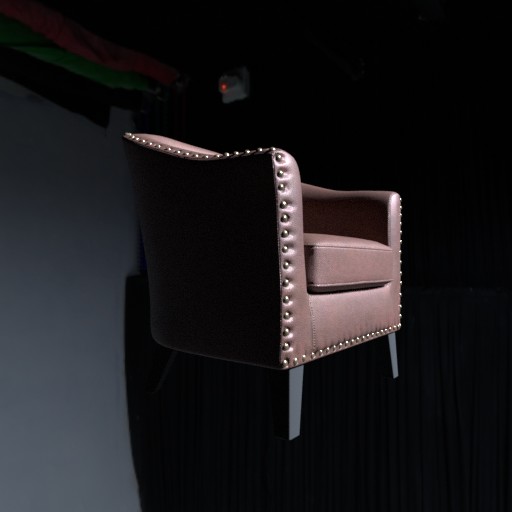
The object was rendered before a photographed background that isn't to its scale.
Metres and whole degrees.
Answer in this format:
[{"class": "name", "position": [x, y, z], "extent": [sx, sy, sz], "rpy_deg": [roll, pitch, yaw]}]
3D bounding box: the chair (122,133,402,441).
[{"class": "chair", "position": [0.000, 0.000, 1.432], "extent": [0.748, 0.823, 0.794], "rpy_deg": [-1, -1, 37]}]
